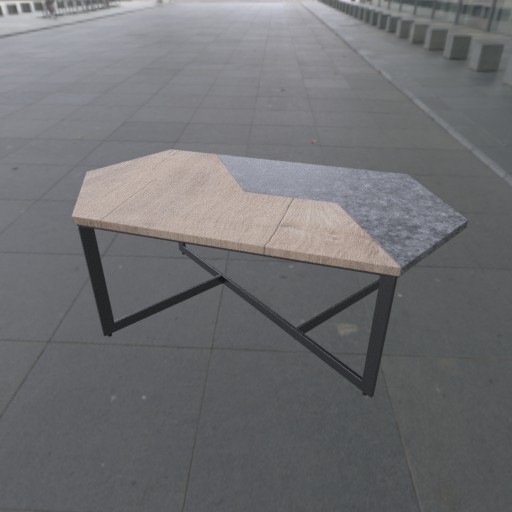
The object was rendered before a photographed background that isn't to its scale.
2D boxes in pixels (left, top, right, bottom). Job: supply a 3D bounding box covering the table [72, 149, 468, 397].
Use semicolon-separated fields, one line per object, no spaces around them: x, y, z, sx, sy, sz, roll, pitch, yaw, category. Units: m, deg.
0.000;0.000;1.489;1.219;0.457;0.609;9;33;15;table
